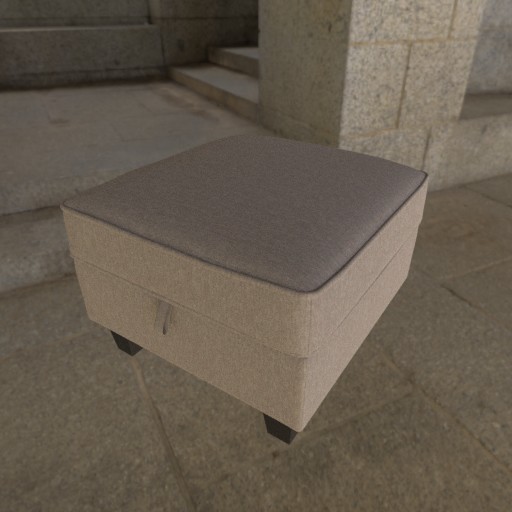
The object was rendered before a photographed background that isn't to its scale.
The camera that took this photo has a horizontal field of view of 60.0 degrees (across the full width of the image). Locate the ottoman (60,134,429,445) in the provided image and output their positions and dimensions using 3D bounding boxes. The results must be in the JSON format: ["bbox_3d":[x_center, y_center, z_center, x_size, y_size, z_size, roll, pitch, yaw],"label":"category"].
[{"bbox_3d":[0.000,0.000,1.410,0.808,0.612,0.871,19,36,29],"label":"ottoman"}]
